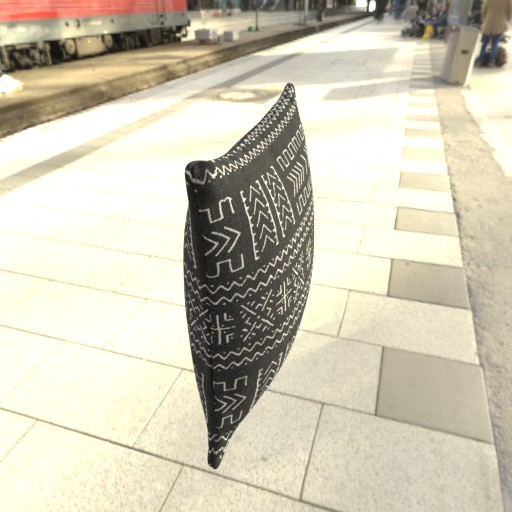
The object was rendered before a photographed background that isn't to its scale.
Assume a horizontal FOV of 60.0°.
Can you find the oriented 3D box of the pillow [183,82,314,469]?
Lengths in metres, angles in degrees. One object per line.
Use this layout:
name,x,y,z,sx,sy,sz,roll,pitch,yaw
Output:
pillow,0.000,0.000,0.668,0.164,0.430,0.438,8,31,14
